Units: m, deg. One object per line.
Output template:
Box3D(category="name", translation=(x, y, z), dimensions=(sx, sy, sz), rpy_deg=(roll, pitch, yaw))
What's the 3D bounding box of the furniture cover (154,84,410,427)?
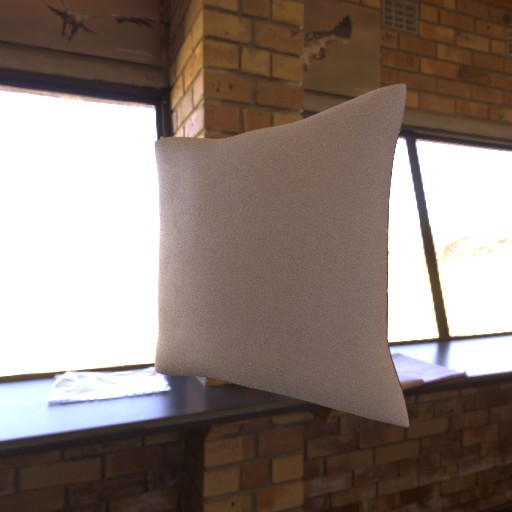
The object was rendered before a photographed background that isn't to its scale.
Box3D(category="furniture cover", translation=(0.000, 0.000, 0.809), dimensions=(0.552, 0.509, 0.193), rpy_deg=(0, 0, 36))
